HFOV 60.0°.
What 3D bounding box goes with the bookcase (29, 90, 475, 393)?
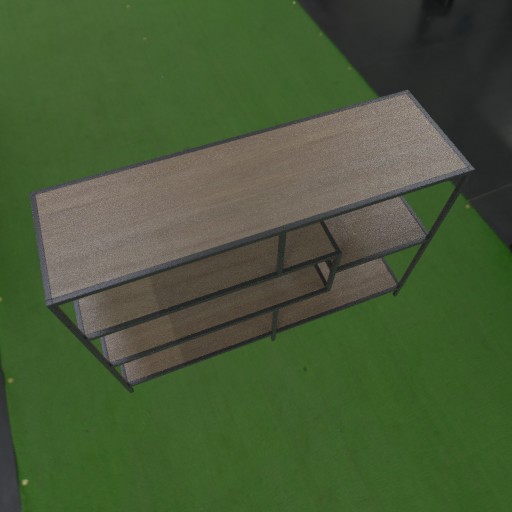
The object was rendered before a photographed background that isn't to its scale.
[{"bbox_3d":[0.000,0.000,1.515,1.140,0.780,0.350,-18,61,-11],"label":"bookcase"}]
